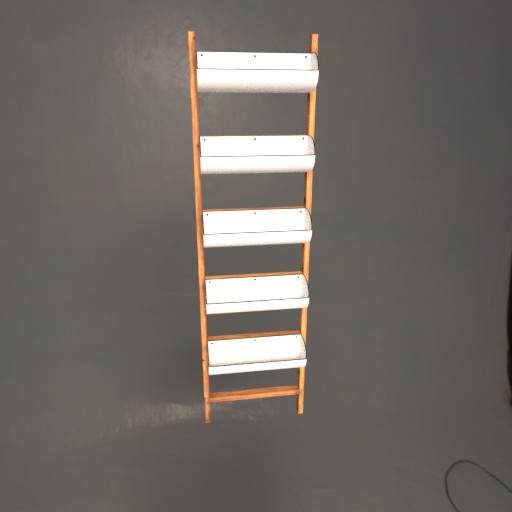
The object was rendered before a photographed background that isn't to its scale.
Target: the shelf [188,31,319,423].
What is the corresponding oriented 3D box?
[{"bbox_3d":[0.000,0.000,1.751,0.454,1.600,0.141,-3,19,-8],"label":"shelf"}]
